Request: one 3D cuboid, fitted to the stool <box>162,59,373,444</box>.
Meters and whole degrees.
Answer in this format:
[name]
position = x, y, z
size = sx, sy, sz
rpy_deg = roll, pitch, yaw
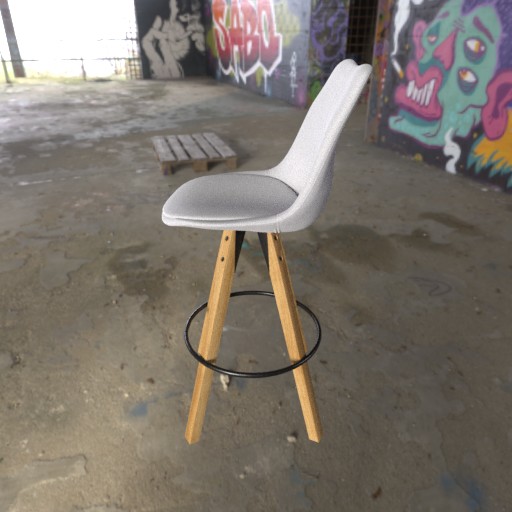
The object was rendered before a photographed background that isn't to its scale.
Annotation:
[stool]
position = 0.000, 0.000, 1.385
size = 0.550, 1.115, 0.484
rpy_deg = 0, 27, -1
